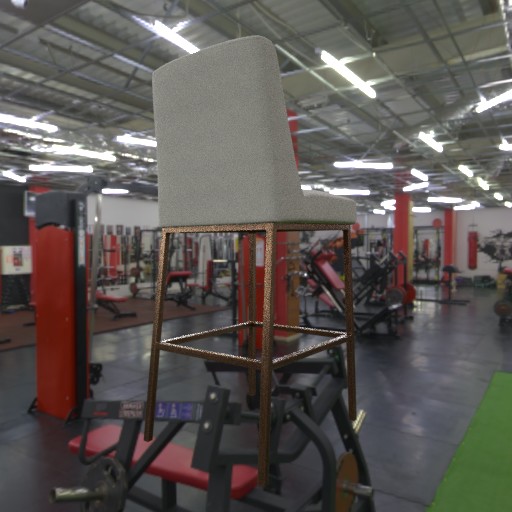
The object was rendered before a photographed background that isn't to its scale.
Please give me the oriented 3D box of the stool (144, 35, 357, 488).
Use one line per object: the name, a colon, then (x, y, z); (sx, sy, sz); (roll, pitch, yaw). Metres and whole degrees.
stool: (0.000, 0.000, 1.376); (0.462, 1.084, 0.546); (1, 1, 37)
